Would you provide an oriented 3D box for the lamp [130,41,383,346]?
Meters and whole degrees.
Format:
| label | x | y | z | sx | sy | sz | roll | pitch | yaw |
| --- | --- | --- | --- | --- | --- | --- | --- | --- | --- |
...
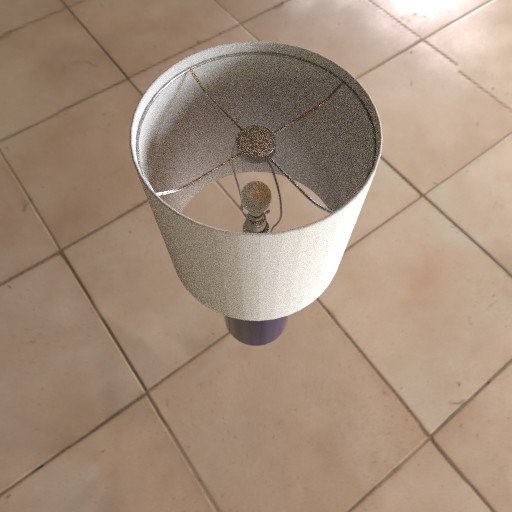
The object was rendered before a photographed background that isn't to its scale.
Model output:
| label | x | y | z | sx | sy | sz | roll | pitch | yaw |
| --- | --- | --- | --- | --- | --- | --- | --- | --- | --- |
| lamp | 0.000 | 0.000 | 0.593 | 0.212 | 0.493 | 0.212 | -35 | 69 | -16 |
